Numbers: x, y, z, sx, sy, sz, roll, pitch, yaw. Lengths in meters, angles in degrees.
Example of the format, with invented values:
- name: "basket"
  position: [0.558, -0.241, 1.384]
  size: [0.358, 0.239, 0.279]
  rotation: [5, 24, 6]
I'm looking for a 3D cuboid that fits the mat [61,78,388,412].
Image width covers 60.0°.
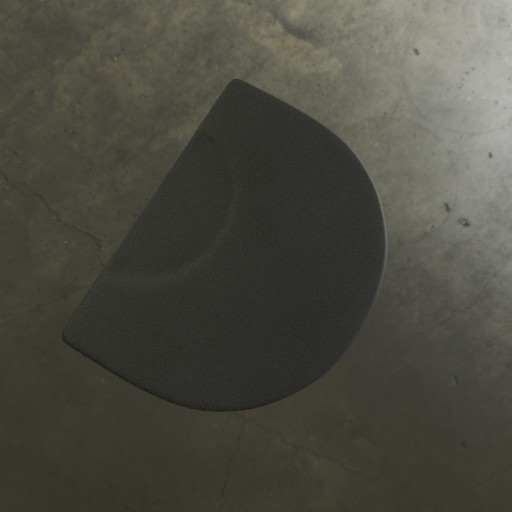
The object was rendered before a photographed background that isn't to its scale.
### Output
- name: "mat"
  position: [0.000, 0.000, 1.629]
  size: [0.917, 0.016, 1.220]
  rotation: [29, 78, 7]
